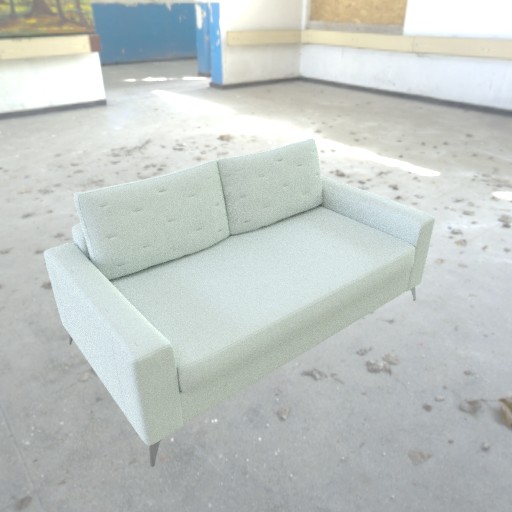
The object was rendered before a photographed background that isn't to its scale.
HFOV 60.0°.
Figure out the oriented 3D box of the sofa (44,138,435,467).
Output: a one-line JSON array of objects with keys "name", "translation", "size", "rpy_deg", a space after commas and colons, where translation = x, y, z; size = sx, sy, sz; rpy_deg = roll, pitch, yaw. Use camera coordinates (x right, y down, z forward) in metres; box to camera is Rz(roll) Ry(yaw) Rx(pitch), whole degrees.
[{"name": "sofa", "translation": [0.000, 0.000, 2.112], "size": [1.650, 0.790, 0.920], "rpy_deg": [-22, 36, -33]}]
